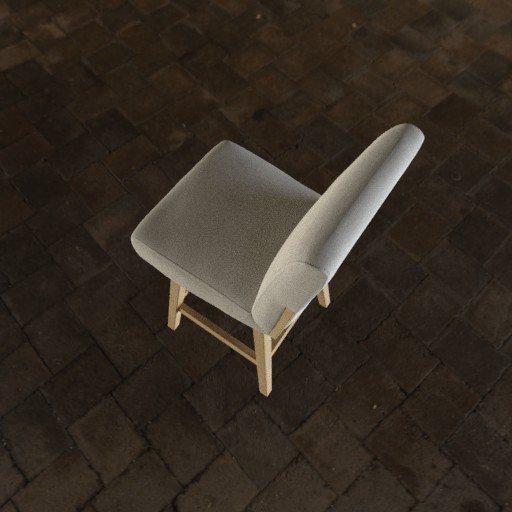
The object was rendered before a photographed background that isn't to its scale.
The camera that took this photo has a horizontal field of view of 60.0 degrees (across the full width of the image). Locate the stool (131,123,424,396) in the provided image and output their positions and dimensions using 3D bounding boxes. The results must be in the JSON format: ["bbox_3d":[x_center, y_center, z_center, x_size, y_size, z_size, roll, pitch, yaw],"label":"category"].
[{"bbox_3d":[0.000,0.000,1.283,0.543,1.015,0.446,32,66,16],"label":"stool"}]
